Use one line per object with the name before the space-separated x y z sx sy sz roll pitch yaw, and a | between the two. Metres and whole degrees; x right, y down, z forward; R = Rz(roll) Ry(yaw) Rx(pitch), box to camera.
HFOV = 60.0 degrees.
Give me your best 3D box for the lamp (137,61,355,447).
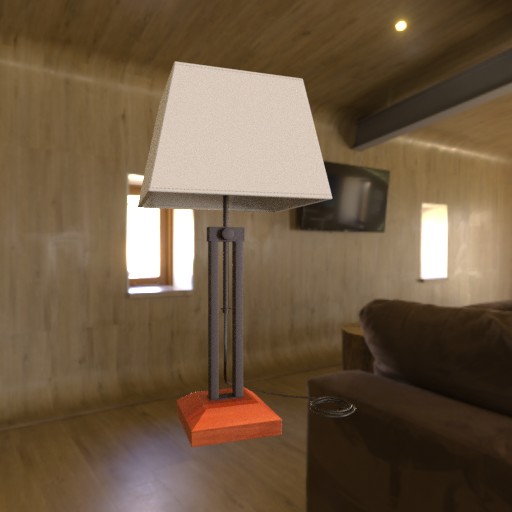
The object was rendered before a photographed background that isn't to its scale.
lamp | 0.000 0.000 0.994 0.498 0.737 0.310 0 0 -18
